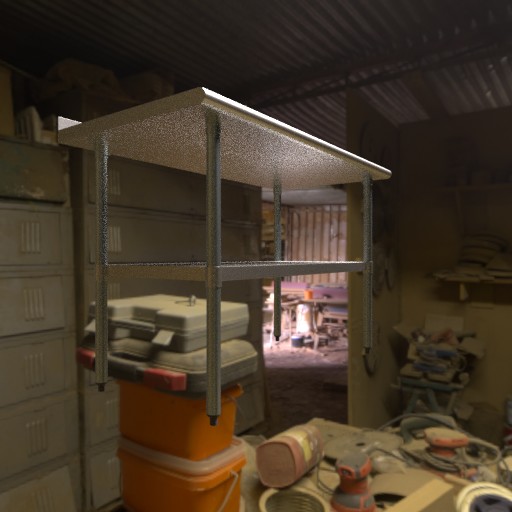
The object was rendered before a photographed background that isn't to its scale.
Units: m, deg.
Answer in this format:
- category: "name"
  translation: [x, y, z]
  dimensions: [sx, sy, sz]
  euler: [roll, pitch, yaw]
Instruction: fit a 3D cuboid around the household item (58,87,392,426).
- category: "household item"
  translation: [0.000, 0.000, 1.667]
  dimensions: [0.610, 0.851, 1.219]
  euler: [0, 0, 36]
